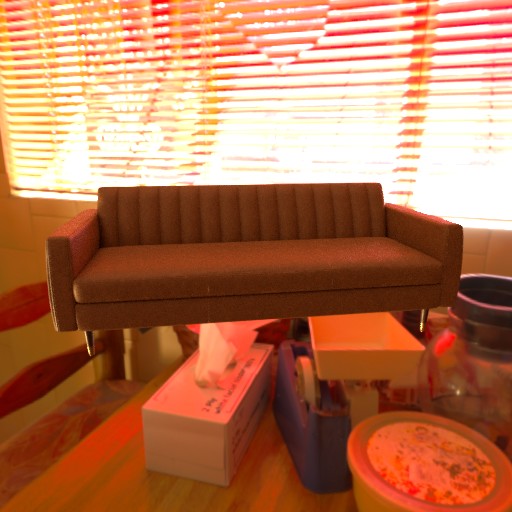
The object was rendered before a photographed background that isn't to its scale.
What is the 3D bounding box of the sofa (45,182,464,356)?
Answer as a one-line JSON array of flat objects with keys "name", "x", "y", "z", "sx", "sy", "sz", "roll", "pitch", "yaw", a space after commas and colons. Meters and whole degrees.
[{"name": "sofa", "x": 0.000, "y": 0.000, "z": 2.802, "sx": 2.291, "sy": 0.821, "sz": 0.990, "roll": -2, "pitch": 15, "yaw": -9}]
